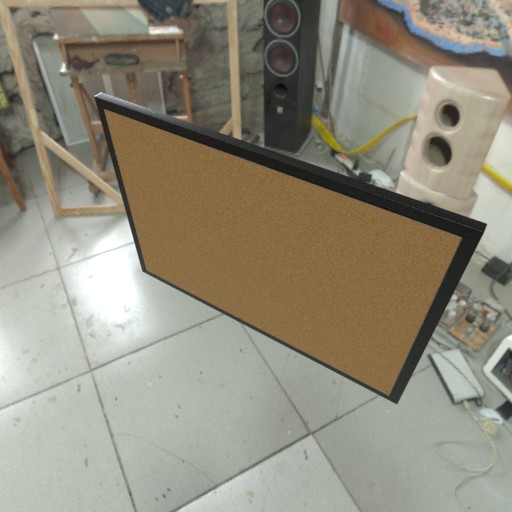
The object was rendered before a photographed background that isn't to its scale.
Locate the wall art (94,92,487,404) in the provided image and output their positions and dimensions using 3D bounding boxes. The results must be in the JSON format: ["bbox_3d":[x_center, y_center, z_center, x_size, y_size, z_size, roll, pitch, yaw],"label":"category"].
[{"bbox_3d":[0.000,0.000,0.551,0.440,0.306,0.013,24,51,22],"label":"wall art"}]
